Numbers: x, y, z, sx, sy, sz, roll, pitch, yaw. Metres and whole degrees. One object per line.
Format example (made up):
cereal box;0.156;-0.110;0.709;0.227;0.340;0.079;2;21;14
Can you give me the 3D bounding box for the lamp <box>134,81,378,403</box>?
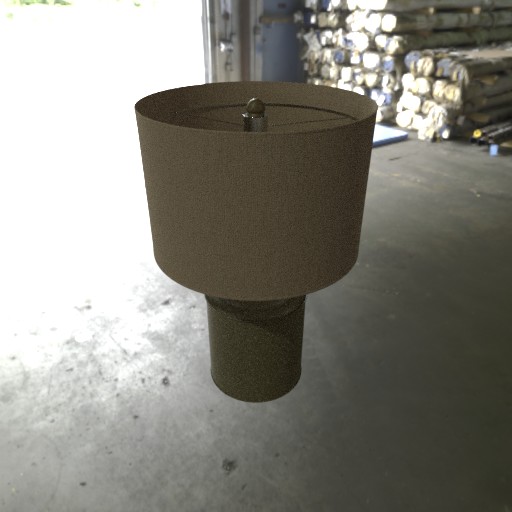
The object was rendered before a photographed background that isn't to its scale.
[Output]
lamp;0.000;0.000;0.714;0.318;0.486;0.318;0;30;0
